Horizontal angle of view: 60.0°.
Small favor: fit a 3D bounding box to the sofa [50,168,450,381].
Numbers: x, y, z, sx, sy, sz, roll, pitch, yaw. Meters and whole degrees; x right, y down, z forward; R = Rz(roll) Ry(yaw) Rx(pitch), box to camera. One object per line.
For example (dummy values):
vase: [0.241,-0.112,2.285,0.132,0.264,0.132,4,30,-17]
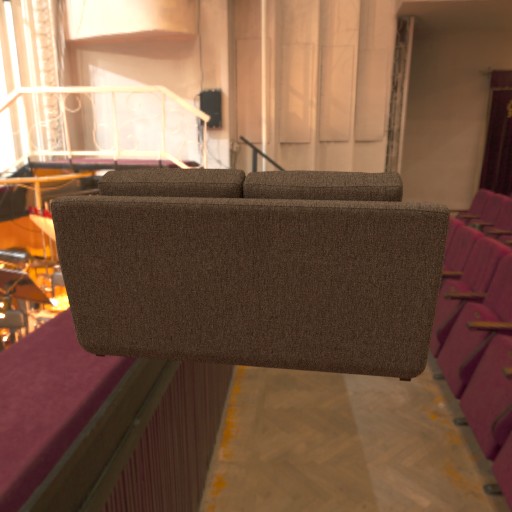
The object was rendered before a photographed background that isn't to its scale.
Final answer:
sofa: [0.000,0.000,2.476,1.778,0.991,1.120,2,15,9]
